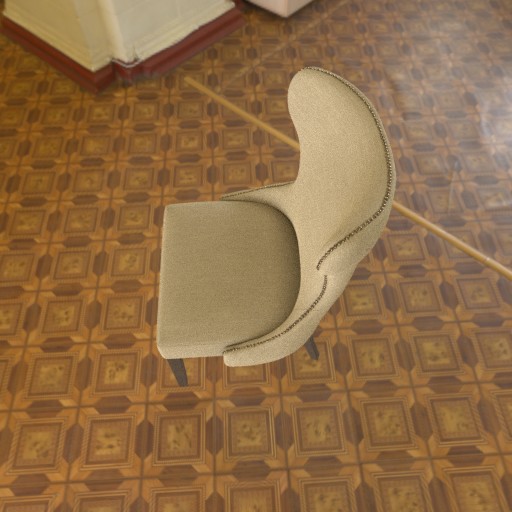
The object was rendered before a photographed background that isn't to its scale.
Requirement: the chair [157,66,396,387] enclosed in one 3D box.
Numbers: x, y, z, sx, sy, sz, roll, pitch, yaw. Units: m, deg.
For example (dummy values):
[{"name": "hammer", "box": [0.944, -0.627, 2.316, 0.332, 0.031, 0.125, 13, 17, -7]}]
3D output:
[{"name": "chair", "box": [0.000, 0.000, 1.417, 0.635, 0.967, 0.628, -3, 57, -2]}]
